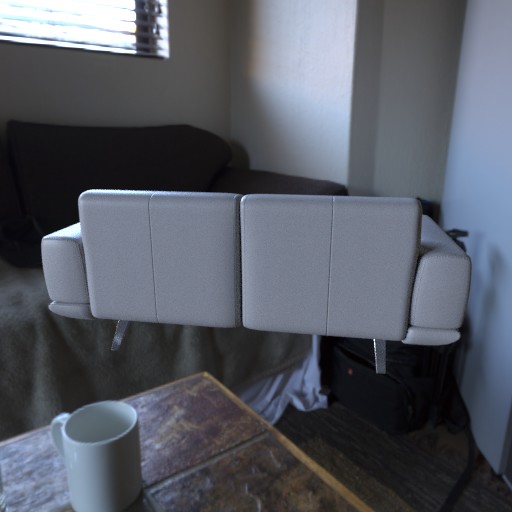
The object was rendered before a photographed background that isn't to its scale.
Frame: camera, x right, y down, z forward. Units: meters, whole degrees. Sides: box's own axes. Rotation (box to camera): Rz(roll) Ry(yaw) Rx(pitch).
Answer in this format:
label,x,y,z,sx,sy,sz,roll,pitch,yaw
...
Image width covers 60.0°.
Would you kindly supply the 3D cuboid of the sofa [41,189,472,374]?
label,x,y,z,sx,sy,sz,roll,pitch,yaw
sofa,0.000,0.000,2.348,1.901,0.772,0.900,3,17,9
